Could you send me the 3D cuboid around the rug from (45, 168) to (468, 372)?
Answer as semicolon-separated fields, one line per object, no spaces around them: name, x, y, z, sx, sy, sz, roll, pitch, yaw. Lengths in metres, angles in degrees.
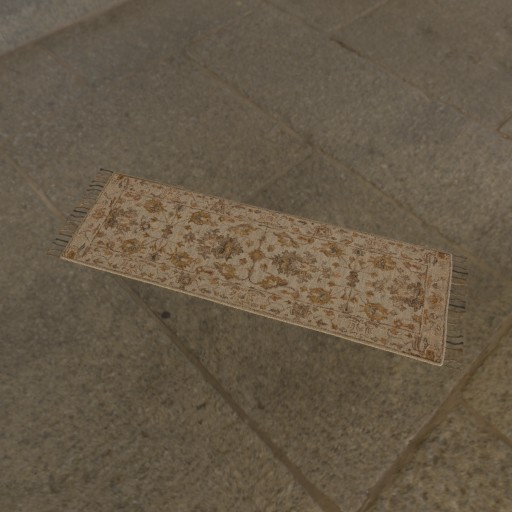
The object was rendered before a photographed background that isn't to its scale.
rug;0.000;0.000;2.644;2.438;0.021;0.729;15;59;9
